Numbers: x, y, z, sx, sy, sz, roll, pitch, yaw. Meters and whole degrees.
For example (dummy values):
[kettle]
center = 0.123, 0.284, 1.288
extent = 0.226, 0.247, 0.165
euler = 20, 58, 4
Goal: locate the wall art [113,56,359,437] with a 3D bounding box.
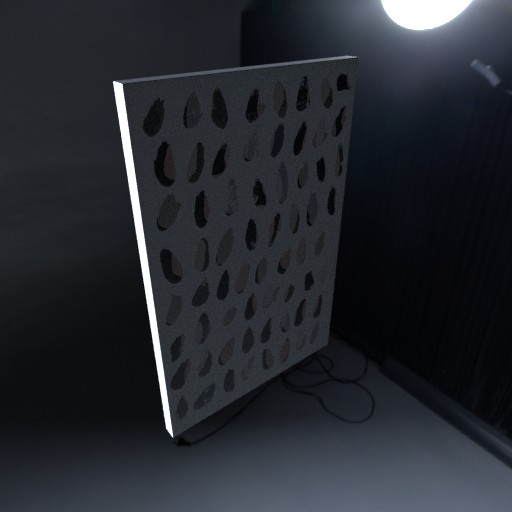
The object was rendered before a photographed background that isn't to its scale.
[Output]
[wall art]
center = 0.000, 0.000, 0.769
extent = 0.405, 0.608, 0.025
euler = -22, 37, -32
